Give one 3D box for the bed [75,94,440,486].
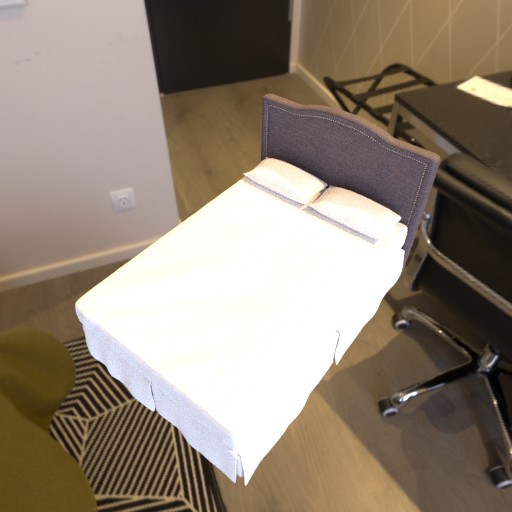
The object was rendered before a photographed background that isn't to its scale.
[{"bbox_3d":[0.000,0.000,3.525,1.741,1.441,2.507,30,53,26],"label":"bed"}]
